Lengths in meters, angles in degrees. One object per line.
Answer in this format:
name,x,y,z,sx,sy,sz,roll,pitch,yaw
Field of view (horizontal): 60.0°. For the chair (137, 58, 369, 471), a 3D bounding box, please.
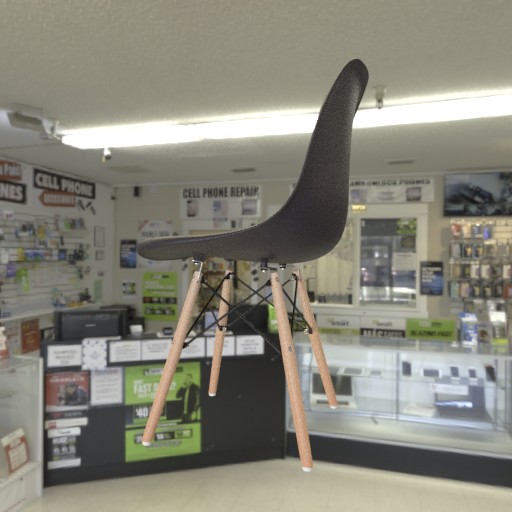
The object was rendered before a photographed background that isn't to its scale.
chair,0.000,0.000,1.082,0.533,0.825,0.470,0,0,18
